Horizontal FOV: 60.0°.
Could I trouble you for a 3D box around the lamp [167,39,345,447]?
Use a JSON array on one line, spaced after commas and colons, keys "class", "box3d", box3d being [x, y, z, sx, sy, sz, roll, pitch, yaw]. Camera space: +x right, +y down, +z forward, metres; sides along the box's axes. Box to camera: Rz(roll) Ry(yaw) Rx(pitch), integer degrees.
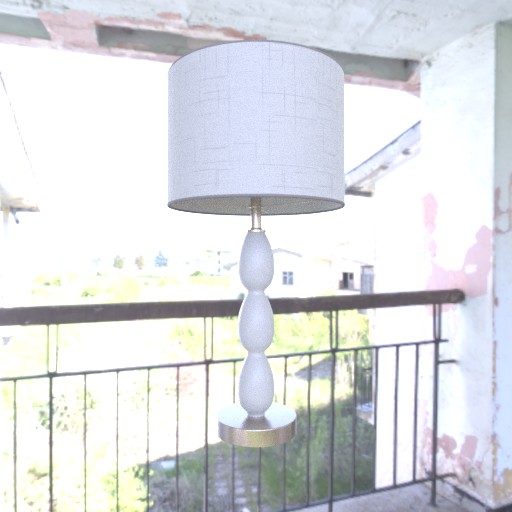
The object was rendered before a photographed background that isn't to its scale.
[{"class": "lamp", "box3d": [0.000, 0.000, 0.711, 0.280, 0.559, 0.282, 0, 0, -18]}]
